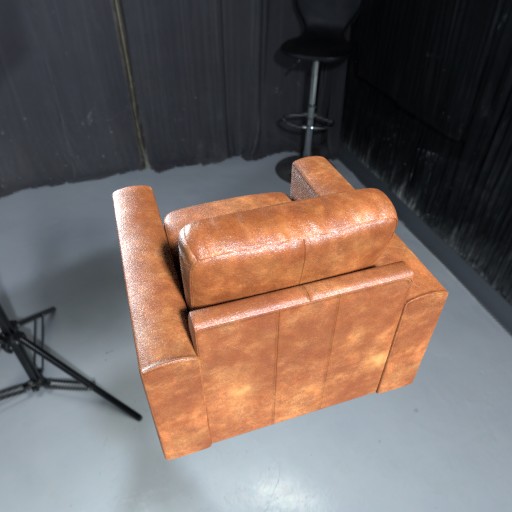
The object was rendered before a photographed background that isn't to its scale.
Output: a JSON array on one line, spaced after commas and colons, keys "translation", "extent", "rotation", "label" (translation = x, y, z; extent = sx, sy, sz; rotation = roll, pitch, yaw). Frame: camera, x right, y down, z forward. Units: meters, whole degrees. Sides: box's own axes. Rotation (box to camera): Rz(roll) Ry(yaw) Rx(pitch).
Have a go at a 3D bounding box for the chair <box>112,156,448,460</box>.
[{"translation": [0.000, 0.000, 1.765], "extent": [1.005, 0.873, 1.016], "rotation": [-12, 42, -14], "label": "chair"}]
